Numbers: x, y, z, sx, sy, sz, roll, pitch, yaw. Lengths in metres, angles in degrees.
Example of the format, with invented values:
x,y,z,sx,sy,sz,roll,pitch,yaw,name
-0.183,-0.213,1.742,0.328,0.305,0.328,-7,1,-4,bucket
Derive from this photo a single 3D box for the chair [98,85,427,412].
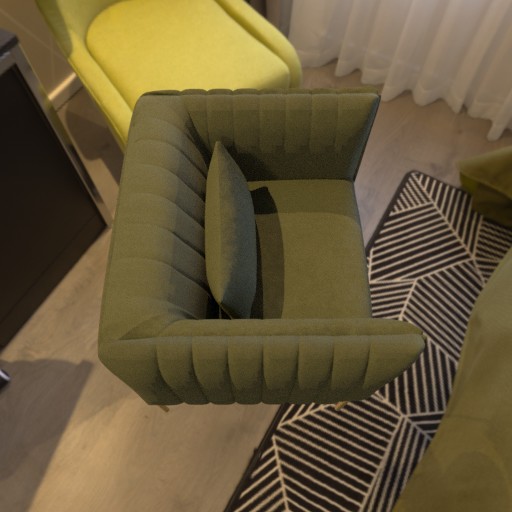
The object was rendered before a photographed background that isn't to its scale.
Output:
x,y,z,sx,sy,sz,roll,pitch,yaw,name
0.000,0.000,1.653,0.877,0.794,1.032,0,63,0,chair
